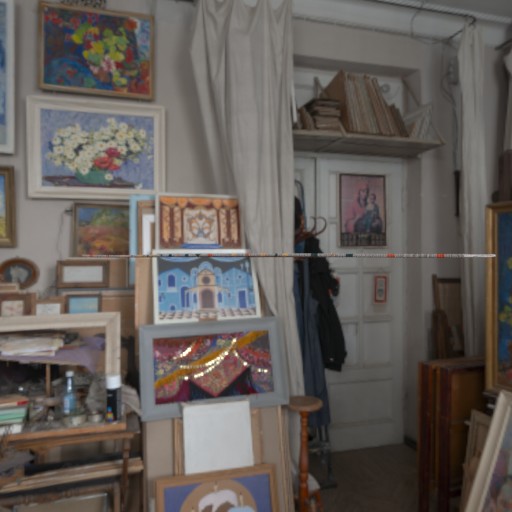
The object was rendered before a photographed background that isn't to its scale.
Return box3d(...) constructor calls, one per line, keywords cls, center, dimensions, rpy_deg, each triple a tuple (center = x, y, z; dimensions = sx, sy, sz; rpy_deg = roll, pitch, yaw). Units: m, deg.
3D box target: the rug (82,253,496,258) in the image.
box3d(cls="rug", center=(0.000, 0.000, 2.616), dimensions=(2.419, 0.022, 0.744), rpy_deg=(0, 0, 36))
